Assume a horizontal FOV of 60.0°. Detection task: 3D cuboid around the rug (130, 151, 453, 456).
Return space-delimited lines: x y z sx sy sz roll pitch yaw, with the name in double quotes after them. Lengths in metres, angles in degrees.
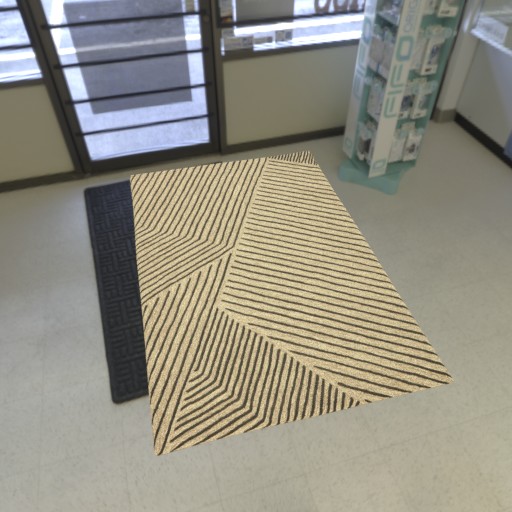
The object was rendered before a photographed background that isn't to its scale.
0.000 0.000 2.366 1.237 0.019 1.842 -10 46 -10 "rug"
